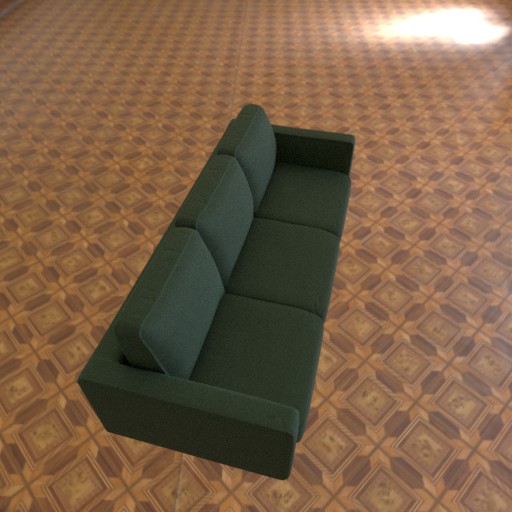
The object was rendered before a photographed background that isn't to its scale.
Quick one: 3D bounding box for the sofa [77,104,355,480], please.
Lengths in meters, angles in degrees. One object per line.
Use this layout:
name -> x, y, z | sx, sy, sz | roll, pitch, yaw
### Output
sofa -> 0.000, 0.000, 2.439 | 0.879, 0.899, 2.029 | 11, 47, 10
